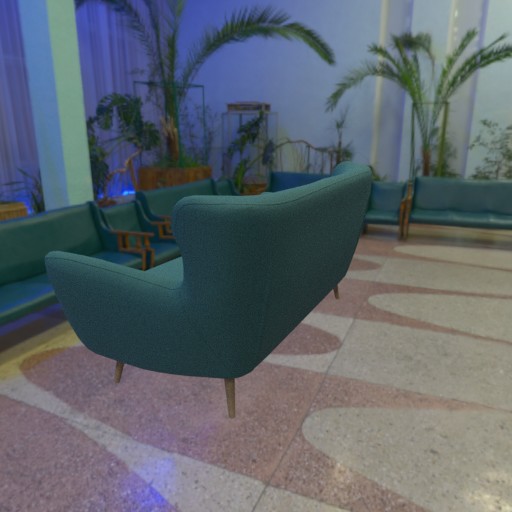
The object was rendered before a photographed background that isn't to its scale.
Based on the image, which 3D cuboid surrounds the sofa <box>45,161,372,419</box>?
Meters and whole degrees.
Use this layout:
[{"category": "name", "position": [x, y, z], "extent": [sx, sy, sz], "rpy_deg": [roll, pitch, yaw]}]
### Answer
[{"category": "sofa", "position": [0.000, 0.000, 2.343], "extent": [0.889, 0.890, 1.930], "rpy_deg": [8, 18, 26]}]
